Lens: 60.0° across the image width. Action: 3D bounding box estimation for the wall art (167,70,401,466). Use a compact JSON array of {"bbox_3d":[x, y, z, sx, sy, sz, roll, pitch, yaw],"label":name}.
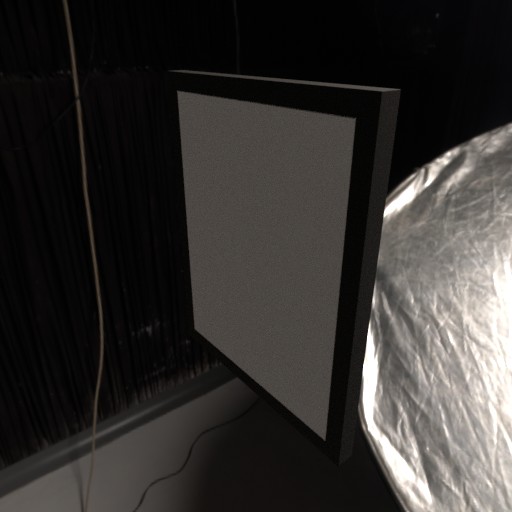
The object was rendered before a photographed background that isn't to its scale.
[{"bbox_3d":[0.000,0.000,0.540,0.024,0.404,0.329,-19,32,-34],"label":"wall art"}]
